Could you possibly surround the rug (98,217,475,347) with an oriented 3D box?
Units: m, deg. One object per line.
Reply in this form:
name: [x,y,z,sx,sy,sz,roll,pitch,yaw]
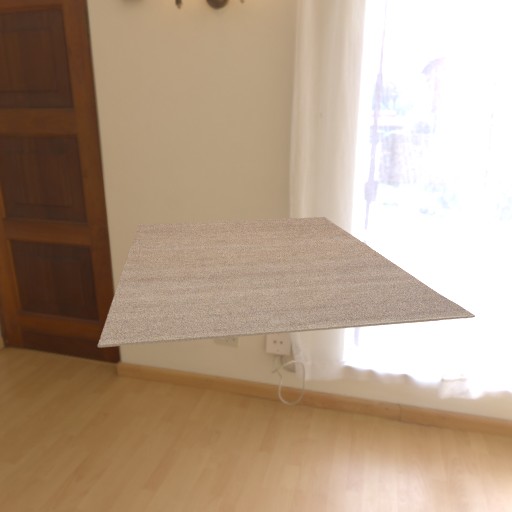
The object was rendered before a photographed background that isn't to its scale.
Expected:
rug: [0.000,0.000,4.323,2.467,0.046,3.245,-3,17,-9]
